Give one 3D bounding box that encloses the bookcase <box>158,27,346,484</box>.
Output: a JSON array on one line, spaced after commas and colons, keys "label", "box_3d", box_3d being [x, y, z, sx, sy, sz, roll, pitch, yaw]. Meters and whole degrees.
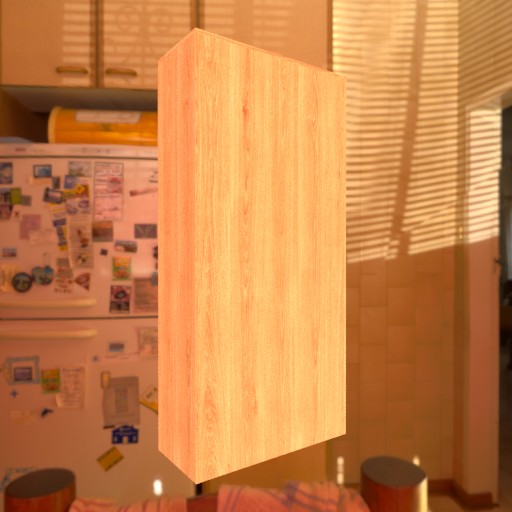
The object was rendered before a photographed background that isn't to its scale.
[{"label": "bookcase", "box_3d": [0.000, 0.000, 2.405, 0.950, 2.020, 0.420, 0, 1, -35]}]
